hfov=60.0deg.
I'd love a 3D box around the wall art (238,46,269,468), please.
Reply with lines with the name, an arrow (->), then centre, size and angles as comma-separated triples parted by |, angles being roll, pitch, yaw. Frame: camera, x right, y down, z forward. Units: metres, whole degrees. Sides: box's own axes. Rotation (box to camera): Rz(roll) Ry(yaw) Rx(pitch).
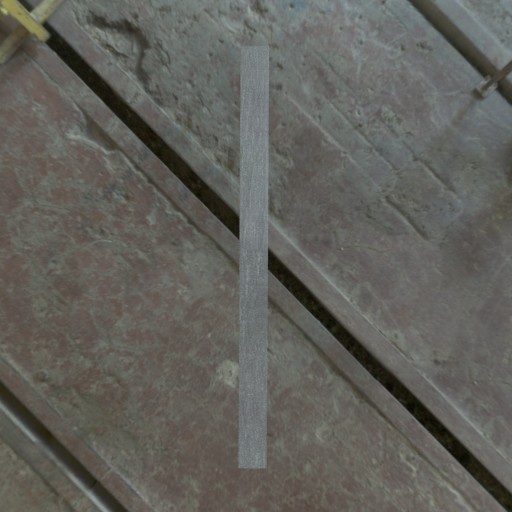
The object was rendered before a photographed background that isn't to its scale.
wall art -> 0.000, 0.000, 0.703 | 0.032, 0.521, 0.421 | 0, 90, 0
